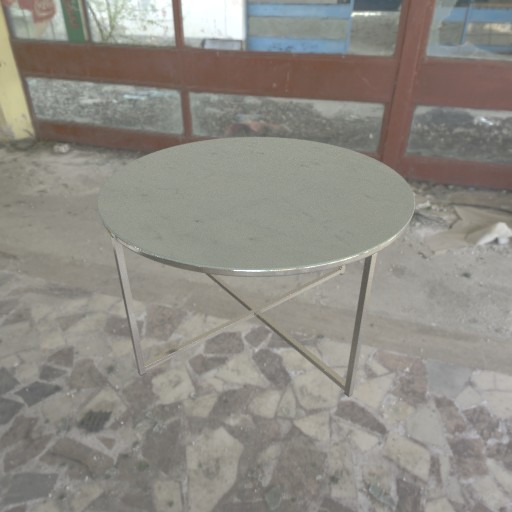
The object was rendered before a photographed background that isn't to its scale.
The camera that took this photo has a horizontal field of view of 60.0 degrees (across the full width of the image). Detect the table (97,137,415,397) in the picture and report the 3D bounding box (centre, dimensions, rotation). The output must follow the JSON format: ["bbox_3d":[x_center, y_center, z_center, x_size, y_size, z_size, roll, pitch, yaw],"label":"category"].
[{"bbox_3d":[0.000,0.000,1.284,0.800,0.450,0.800,0,32,0],"label":"table"}]
